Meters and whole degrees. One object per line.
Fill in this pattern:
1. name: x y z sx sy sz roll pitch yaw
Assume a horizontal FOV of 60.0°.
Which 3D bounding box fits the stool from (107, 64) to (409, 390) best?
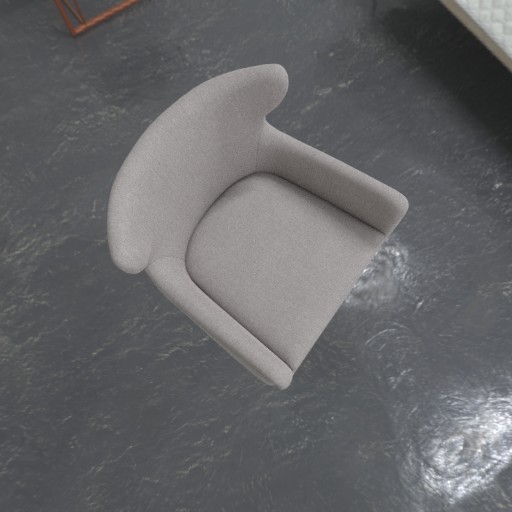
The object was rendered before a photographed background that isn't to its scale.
1. stool: 0.000 0.000 1.347 0.575 0.951 0.575 35 77 9
